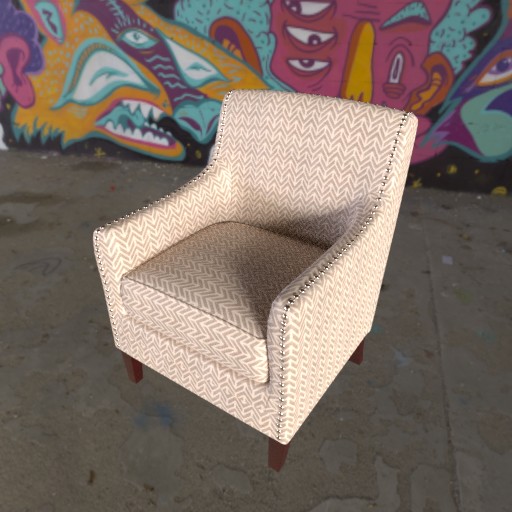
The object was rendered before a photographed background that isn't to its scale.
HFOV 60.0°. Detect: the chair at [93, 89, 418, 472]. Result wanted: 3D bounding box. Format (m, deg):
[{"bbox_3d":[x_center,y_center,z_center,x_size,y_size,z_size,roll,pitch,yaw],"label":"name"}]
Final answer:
[{"bbox_3d":[0.000,0.000,1.298,0.623,0.816,0.651,19,36,29],"label":"chair"}]
